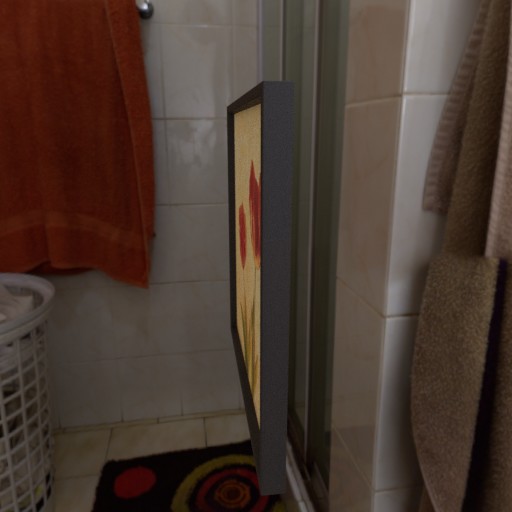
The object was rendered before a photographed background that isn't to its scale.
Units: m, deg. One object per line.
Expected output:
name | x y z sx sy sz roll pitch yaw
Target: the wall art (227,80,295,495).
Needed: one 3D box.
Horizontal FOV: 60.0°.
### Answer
wall art | 0.000 0.000 0.520 0.038 0.349 0.349 -2 16 -7
